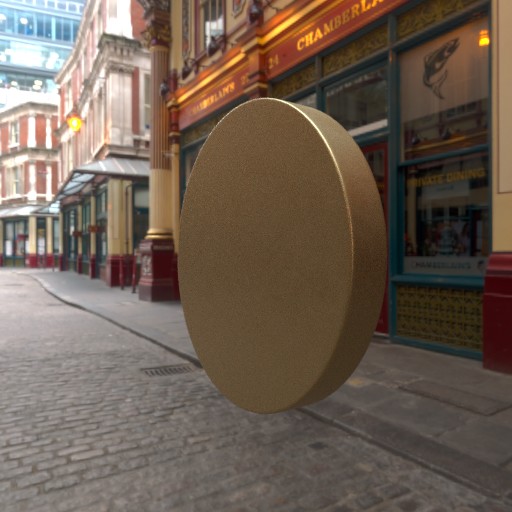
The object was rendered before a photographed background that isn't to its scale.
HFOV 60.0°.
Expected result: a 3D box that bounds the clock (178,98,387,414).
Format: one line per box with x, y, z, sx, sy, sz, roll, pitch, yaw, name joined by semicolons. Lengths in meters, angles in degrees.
0.000;0.000;0.468;0.040;0.314;0.314;0;-1;-34;clock
